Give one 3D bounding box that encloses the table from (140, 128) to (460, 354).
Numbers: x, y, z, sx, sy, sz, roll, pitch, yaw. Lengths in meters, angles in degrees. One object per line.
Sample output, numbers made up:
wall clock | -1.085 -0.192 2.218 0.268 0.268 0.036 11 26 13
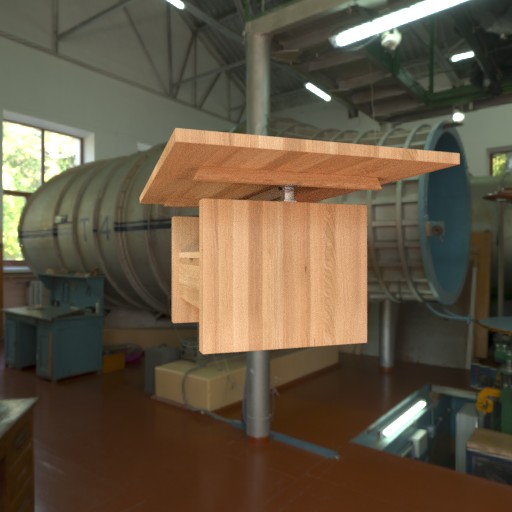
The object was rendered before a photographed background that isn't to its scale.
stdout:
table | 0.000 0.000 1.510 0.700 0.510 1.100 0 0 -18
